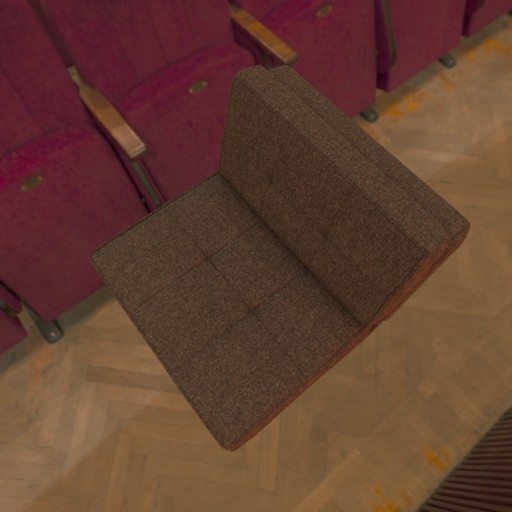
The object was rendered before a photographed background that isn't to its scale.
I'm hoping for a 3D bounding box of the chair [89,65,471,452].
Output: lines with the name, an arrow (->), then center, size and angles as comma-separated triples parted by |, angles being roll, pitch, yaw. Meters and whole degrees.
chair -> 0.000, 0.000, 1.304 | 0.800, 0.615, 0.740 | -36, 69, -16
